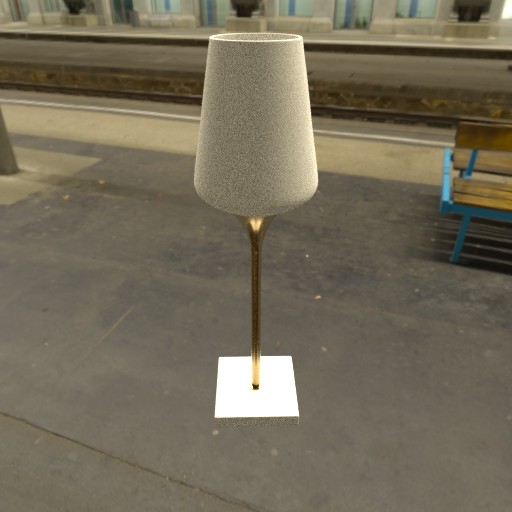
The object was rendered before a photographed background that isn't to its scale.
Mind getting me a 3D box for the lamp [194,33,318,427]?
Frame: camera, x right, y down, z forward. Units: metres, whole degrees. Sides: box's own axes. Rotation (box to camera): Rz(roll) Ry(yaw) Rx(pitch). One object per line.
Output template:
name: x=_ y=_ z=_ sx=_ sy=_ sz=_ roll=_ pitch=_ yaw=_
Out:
lamp: x=0.000 y=0.000 z=0.718 sx=0.181 sy=0.639 sz=0.181 roll=-1 pitch=31 yaw=-1
